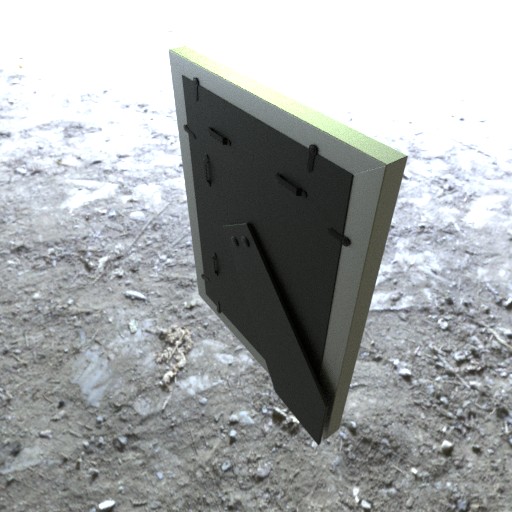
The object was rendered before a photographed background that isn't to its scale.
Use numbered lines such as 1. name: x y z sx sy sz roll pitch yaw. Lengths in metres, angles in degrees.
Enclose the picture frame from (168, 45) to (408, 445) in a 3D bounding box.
1. picture frame: 0.000 0.000 0.518 0.036 0.386 0.307 -26 48 -26
